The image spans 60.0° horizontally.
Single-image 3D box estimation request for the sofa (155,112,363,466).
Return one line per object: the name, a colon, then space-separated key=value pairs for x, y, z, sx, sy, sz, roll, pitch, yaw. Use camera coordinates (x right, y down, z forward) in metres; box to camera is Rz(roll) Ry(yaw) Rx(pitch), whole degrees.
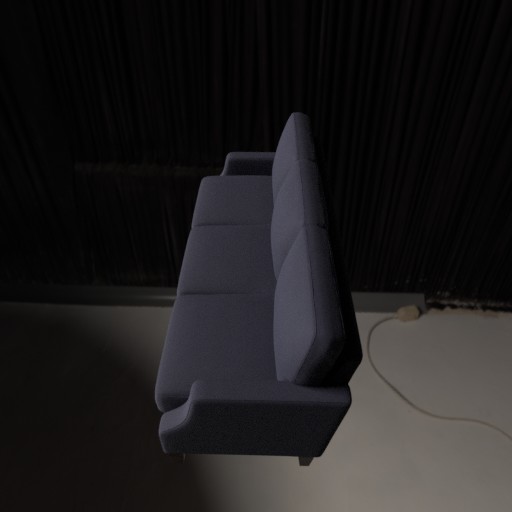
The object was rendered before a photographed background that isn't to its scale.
sofa: x=0.000 y=0.000 z=2.653 sx=0.888 sy=0.984 sz=2.115 roll=1 pitch=41 yaw=1
